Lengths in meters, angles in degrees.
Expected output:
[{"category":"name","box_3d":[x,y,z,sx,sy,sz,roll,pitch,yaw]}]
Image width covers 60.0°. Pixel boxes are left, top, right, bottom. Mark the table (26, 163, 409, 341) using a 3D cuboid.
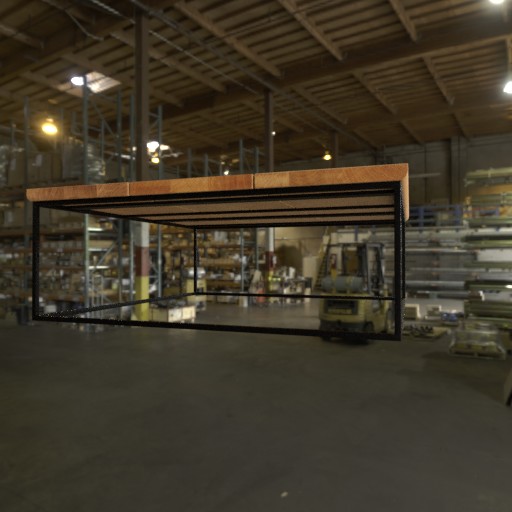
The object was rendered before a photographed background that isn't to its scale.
[{"category":"table","box_3d":[0.000,0.000,1.688,1.100,0.400,1.100,0,-1,19]}]
